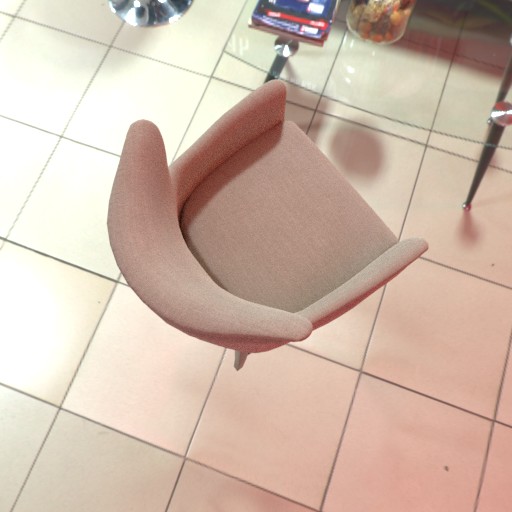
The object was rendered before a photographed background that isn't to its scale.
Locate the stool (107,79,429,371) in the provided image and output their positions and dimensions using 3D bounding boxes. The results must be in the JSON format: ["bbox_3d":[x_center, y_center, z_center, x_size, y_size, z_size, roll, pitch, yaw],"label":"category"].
[{"bbox_3d":[0.000,0.000,1.367,0.637,0.987,0.615,-36,77,-10],"label":"stool"}]
